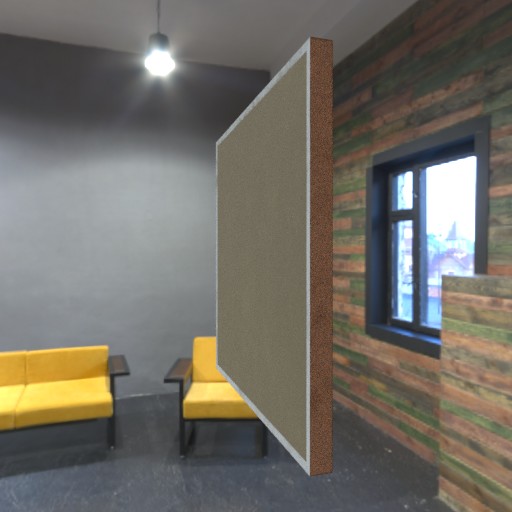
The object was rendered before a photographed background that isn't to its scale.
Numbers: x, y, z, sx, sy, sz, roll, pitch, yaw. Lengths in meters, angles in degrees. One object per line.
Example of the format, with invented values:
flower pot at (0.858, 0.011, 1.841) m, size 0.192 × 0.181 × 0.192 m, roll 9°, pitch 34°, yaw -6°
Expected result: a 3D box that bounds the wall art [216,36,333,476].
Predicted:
wall art at (0.000, 0.000, 0.756) m, size 0.029 × 0.506 × 0.508 m, roll 0°, pitch 0°, yaw -17°
